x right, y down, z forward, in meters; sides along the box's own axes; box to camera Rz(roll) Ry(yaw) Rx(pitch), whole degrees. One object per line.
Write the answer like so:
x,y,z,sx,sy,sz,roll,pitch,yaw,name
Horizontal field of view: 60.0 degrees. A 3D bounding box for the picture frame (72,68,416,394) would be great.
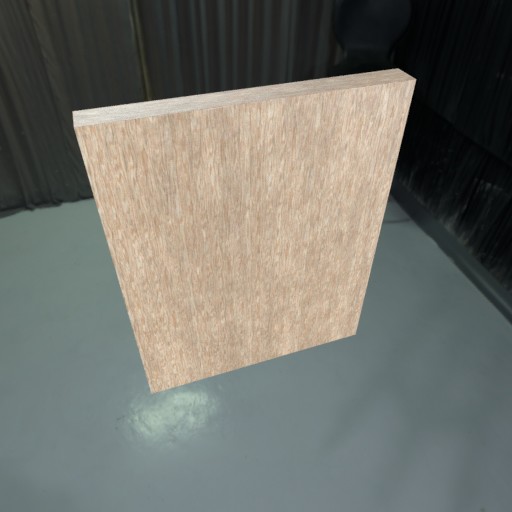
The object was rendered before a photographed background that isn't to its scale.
0.000,0.000,0.713,0.424,0.526,0.043,-13,43,-14,picture frame
